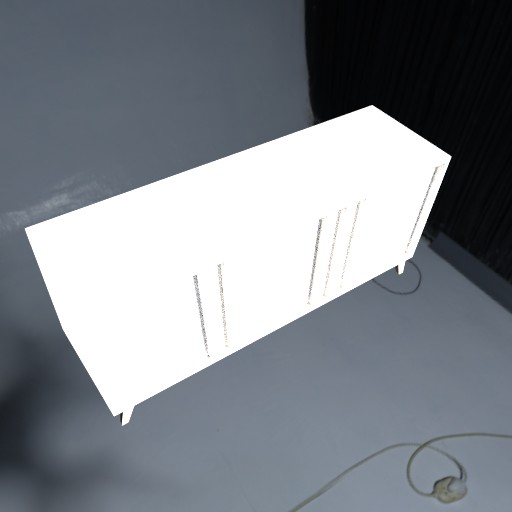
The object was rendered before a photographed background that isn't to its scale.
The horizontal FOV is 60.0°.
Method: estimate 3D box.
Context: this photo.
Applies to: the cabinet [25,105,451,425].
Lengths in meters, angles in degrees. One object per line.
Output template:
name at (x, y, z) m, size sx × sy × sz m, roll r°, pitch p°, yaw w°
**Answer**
cabinet at (0.000, 0.000, 2.034) m, size 1.649 × 0.780 × 0.500 m, roll -25°, pitch 52°, yaw -21°
